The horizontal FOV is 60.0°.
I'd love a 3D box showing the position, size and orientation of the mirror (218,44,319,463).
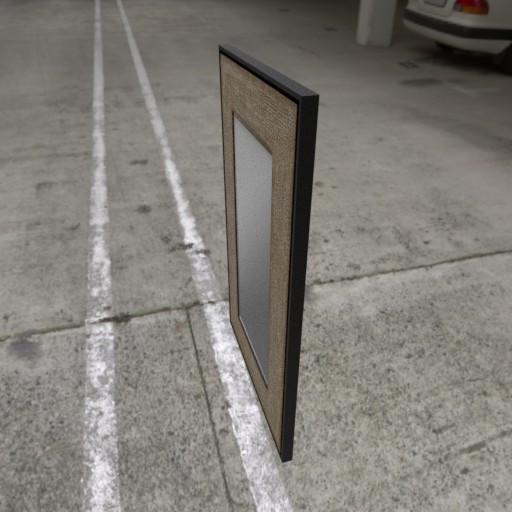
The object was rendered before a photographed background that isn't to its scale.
[{"bbox_3d":[0.000,0.000,1.510,0.038,1.219,0.762,-9,34,-14],"label":"mirror"}]
